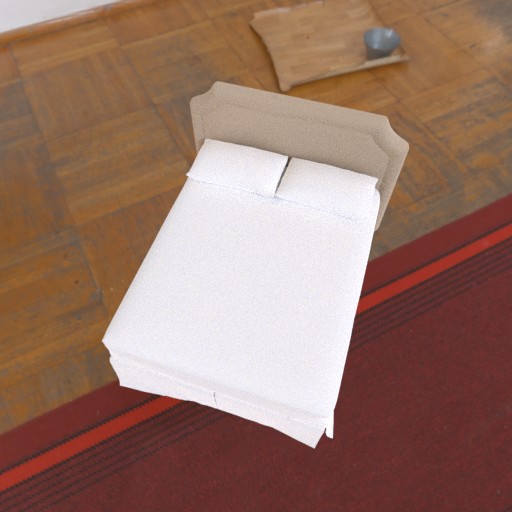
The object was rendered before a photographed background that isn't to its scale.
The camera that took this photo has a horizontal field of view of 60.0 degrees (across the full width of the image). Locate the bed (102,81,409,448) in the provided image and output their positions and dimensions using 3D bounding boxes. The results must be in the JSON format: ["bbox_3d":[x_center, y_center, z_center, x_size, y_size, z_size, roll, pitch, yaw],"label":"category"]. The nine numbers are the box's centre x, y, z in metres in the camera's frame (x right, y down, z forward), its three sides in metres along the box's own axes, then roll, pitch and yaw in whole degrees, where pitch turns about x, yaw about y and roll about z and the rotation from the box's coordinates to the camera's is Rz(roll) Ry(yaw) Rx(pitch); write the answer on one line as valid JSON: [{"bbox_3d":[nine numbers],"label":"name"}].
[{"bbox_3d":[0.000,0.000,3.403,1.828,1.301,2.204,15,59,9],"label":"bed"}]
